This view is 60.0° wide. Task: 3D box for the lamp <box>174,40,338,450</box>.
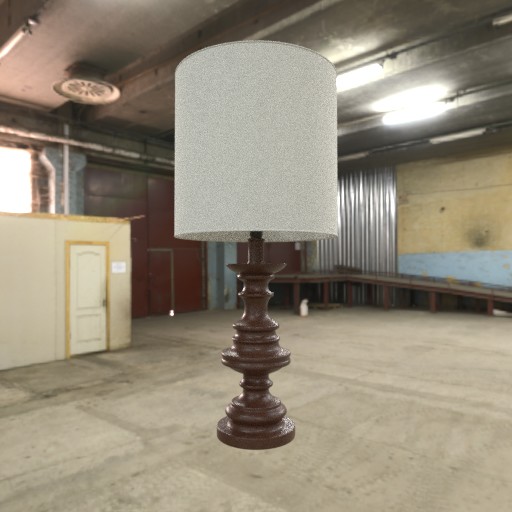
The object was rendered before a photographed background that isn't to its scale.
[{"bbox_3d":[0.000,0.000,0.572,0.208,0.455,0.208,1,-2,-19],"label":"lamp"}]
